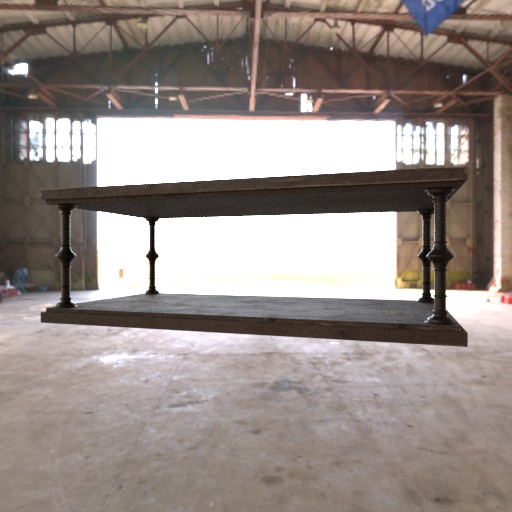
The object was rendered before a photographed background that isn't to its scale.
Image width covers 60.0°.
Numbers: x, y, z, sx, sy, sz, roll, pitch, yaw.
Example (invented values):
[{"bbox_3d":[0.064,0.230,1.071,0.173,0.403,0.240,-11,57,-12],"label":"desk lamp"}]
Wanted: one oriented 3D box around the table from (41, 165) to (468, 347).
[{"bbox_3d":[0.000,0.000,1.338,1.088,0.373,0.554,0,0,18],"label":"table"}]
